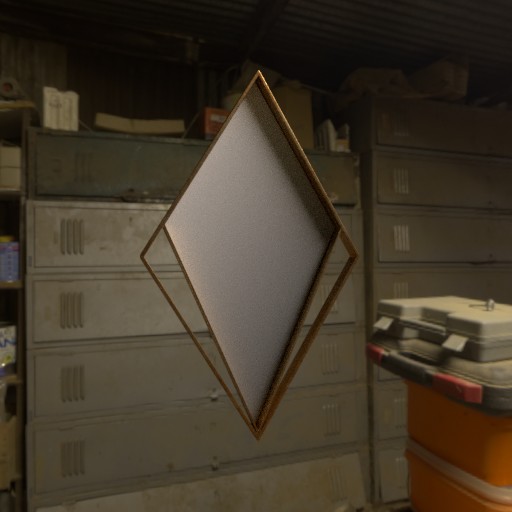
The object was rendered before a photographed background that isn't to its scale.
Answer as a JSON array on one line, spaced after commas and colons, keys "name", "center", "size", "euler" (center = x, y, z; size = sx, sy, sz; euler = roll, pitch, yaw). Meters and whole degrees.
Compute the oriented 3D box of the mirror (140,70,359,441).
[{"name": "mirror", "center": [0.000, 0.000, 0.827], "size": [0.419, 0.679, 0.032], "euler": [0, 0, -18]}]
